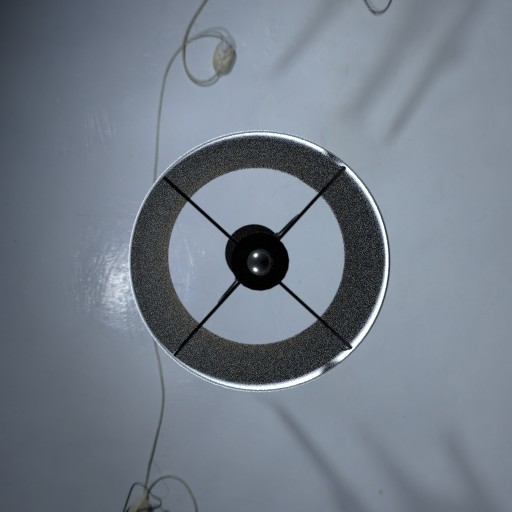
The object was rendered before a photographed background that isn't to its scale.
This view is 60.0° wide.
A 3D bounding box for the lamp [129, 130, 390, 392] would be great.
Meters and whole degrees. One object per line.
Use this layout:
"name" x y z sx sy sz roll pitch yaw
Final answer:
"lamp" 0.000 0.000 0.811 0.305 0.640 0.305 0 91 -1
